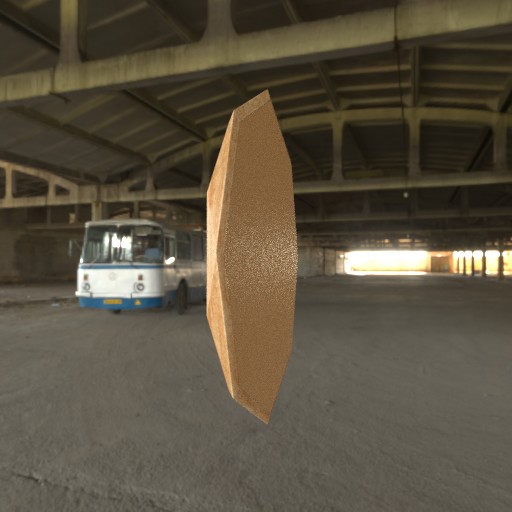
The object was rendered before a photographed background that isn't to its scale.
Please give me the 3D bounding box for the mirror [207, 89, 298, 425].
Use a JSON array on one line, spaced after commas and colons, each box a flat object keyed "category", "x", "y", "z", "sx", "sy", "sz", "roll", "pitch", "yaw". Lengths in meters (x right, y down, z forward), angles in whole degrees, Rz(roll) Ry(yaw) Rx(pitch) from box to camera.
[{"category": "mirror", "x": 0.000, "y": 0.000, "z": 1.032, "sx": 0.070, "sy": 0.774, "sz": 0.577, "roll": 0, "pitch": -1, "yaw": 19}]
